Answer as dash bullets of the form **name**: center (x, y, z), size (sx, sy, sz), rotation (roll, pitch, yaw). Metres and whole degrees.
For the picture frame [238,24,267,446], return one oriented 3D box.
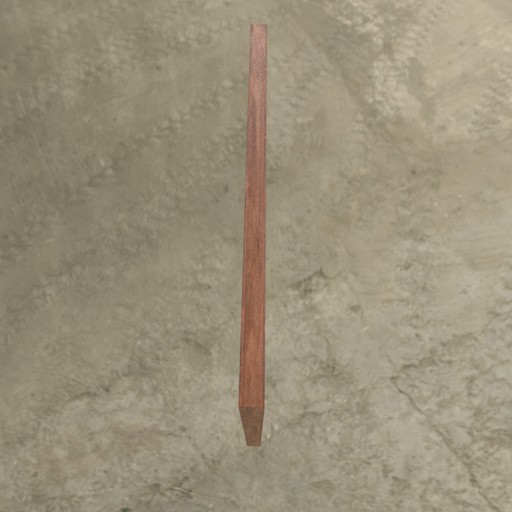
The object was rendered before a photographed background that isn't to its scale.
- **picture frame**: center (0.000, 0.000, 0.750), size (0.025, 0.457, 0.559), rotation (1, 63, 0)
